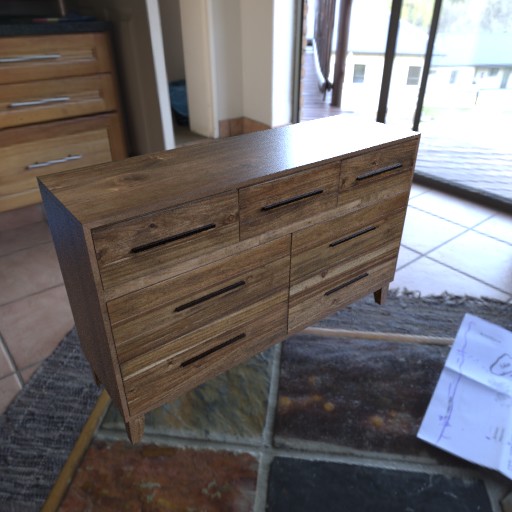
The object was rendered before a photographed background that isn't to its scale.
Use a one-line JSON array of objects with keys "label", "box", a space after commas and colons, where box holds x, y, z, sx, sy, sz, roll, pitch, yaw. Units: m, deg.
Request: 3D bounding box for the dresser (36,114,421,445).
[{"label": "dresser", "box": [0.000, 0.000, 1.827, 1.400, 0.873, 0.446, -21, 36, -32]}]
